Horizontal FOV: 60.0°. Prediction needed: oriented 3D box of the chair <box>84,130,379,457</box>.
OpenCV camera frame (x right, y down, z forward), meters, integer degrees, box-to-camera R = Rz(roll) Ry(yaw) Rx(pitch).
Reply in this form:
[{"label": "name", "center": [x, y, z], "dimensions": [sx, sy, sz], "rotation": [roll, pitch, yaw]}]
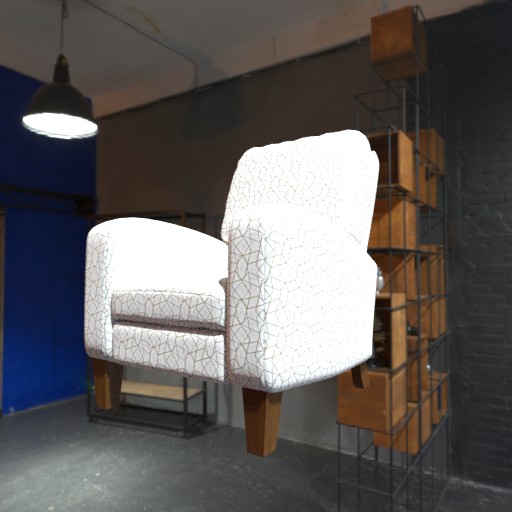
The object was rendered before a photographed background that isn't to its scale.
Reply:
[{"label": "chair", "center": [0.000, 0.000, 1.726], "dimensions": [0.796, 1.064, 0.995], "rotation": [-1, -2, 36]}]
